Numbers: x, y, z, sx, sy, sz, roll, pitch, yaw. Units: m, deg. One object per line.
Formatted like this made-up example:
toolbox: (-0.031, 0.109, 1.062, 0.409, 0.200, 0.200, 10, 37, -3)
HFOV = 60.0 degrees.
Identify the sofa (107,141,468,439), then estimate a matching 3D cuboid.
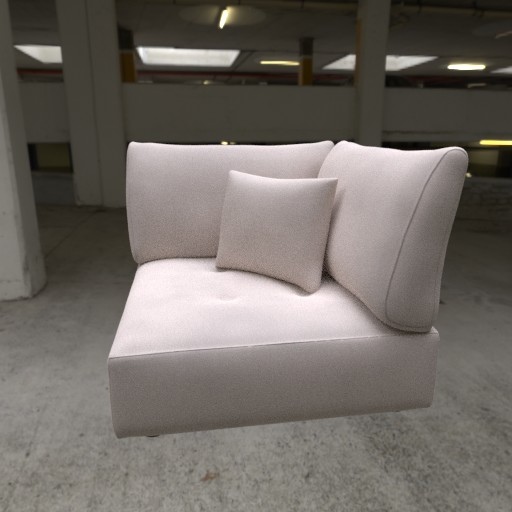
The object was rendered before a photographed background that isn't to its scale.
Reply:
sofa: (0.000, 0.000, 1.655, 1.000, 0.820, 1.000, -2, 16, -9)
